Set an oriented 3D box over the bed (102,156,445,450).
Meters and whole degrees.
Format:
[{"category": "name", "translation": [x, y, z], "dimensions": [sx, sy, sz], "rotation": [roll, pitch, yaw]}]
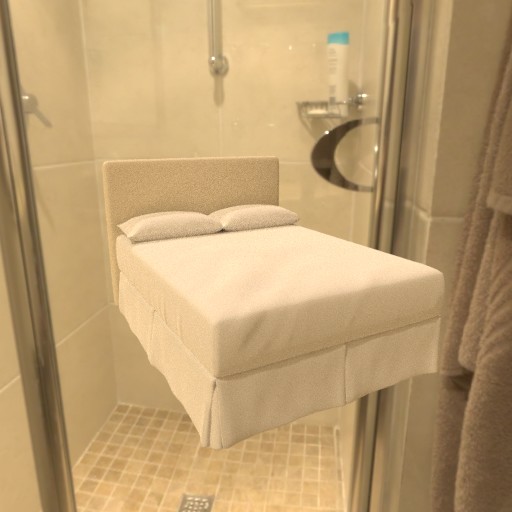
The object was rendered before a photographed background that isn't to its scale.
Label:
[{"category": "bed", "translation": [0.000, 0.000, 3.272], "dimensions": [1.714, 1.330, 2.147], "rotation": [-8, 18, -28]}]
